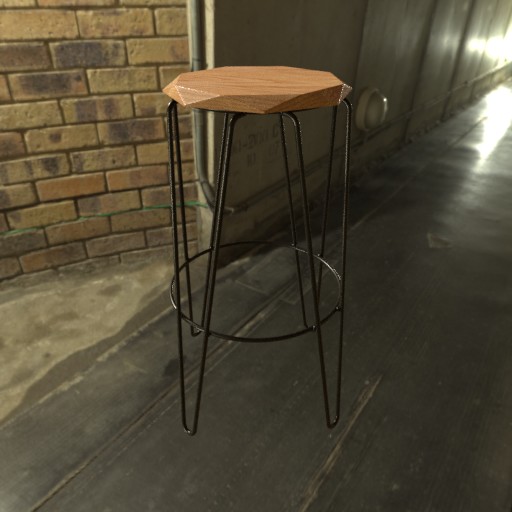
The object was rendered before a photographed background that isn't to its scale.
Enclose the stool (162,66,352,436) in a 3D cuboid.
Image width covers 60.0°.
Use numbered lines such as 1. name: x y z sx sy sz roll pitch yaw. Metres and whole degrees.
1. stool: 0.000 0.000 0.809 0.326 0.610 0.326 -1 31 -2
